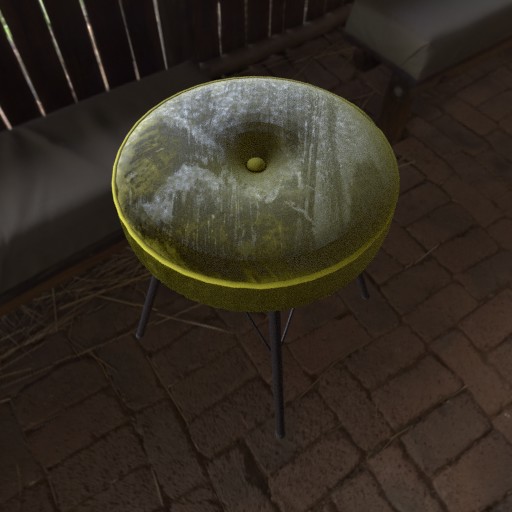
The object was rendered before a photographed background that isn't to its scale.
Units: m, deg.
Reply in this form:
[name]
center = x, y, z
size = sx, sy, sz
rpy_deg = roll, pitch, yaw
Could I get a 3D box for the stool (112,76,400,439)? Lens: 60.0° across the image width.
[stool]
center = 0.000, 0.000, 0.832
size = 0.409, 0.508, 0.409
rpy_deg = 30, 61, 18
